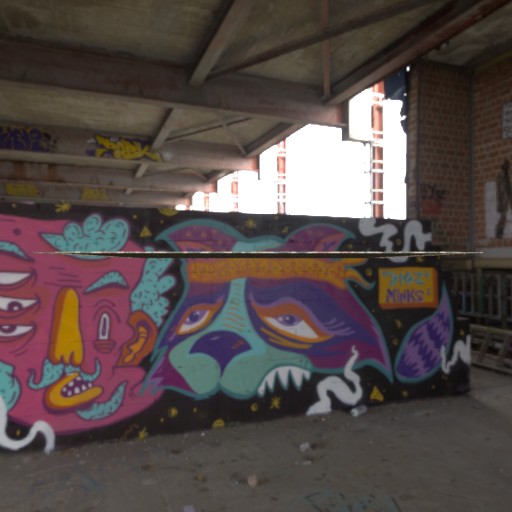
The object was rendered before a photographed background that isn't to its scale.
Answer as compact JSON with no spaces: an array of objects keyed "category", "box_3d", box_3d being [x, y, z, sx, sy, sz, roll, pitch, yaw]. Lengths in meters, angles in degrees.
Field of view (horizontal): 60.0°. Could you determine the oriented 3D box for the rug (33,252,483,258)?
[{"category":"rug","box_3d":[0.000,0.000,4.135,3.048,0.010,2.438,0,-1,-1]}]
